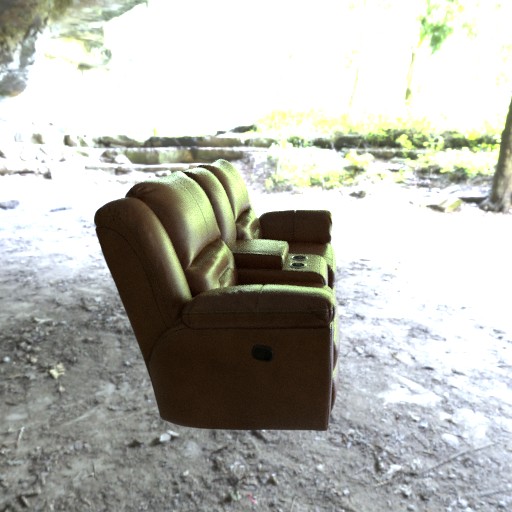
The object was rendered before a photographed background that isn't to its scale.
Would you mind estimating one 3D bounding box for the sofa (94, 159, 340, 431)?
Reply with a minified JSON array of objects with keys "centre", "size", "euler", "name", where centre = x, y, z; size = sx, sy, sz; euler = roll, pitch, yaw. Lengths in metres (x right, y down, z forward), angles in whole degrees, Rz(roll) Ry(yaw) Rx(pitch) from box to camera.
[{"centre":[0.000,0.000,2.653],"size":[0.991,1.043,2.058],"euler":[2,16,9],"name":"sofa"}]
